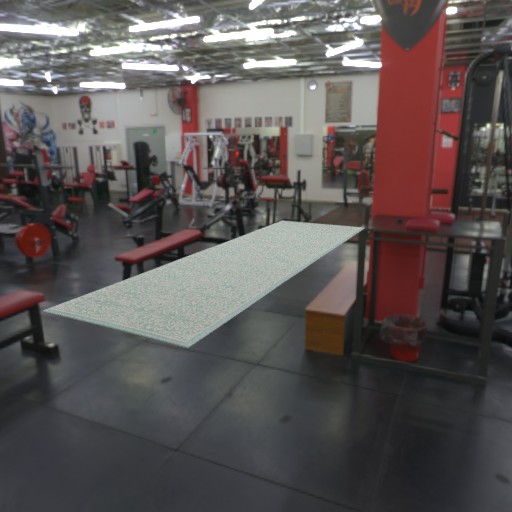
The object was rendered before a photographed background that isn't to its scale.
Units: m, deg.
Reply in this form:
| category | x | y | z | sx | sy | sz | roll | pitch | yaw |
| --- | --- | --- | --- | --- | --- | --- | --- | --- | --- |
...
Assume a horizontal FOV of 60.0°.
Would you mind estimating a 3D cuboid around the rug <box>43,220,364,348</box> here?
| category | x | y | z | sx | sy | sz | roll | pitch | yaw |
| --- | --- | --- | --- | --- | --- | --- | --- | --- | --- |
| rug | 0.000 | 0.000 | 2.450 | 0.662 | 0.011 | 2.196 | 7 | 16 | 26 |
